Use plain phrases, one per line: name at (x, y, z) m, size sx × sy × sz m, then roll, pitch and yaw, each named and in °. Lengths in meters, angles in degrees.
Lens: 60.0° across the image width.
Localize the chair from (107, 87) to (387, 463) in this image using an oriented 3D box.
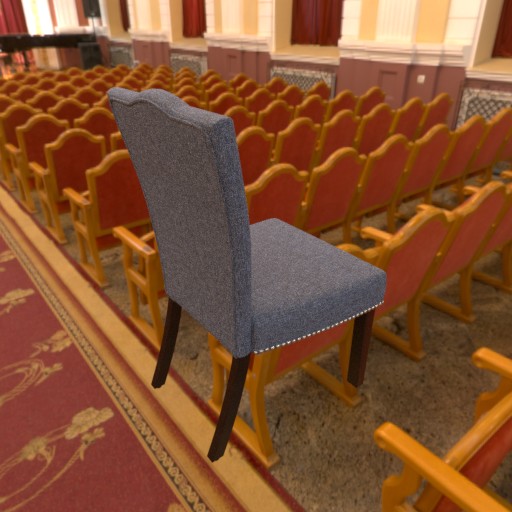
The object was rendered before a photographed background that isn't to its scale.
chair at (0.000, 0.000, 1.274) m, size 0.589 × 0.946 × 0.518 m, roll -20°, pitch 34°, yaw -33°
